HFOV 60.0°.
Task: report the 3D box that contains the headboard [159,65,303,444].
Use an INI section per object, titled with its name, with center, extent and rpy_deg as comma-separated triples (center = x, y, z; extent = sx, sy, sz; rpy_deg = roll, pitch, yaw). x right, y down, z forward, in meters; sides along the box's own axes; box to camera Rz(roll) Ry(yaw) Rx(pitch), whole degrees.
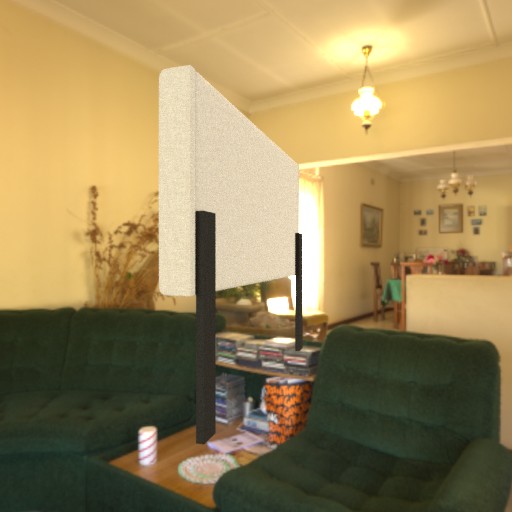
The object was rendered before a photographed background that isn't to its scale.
[headboard]
center = 0.000, 0.000, 2.753
extent = 0.184, 1.524, 2.051
rpy_deg = 0, 0, 18
